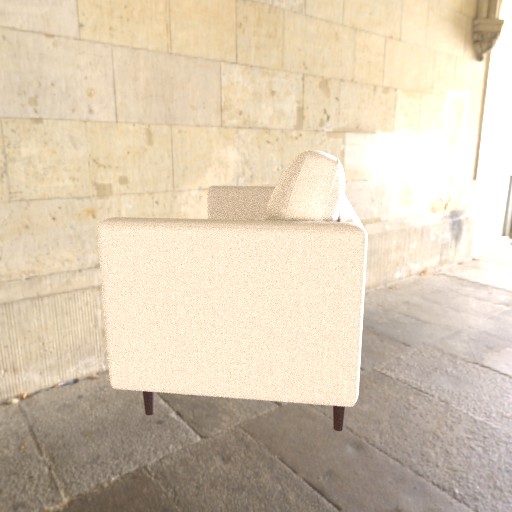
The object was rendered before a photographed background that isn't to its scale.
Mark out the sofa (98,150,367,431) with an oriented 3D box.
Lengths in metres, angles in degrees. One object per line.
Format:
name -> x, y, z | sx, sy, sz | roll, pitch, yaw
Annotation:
sofa -> 0.000, 0.000, 1.954 | 0.796, 0.908, 1.430 | 2, 13, 8
